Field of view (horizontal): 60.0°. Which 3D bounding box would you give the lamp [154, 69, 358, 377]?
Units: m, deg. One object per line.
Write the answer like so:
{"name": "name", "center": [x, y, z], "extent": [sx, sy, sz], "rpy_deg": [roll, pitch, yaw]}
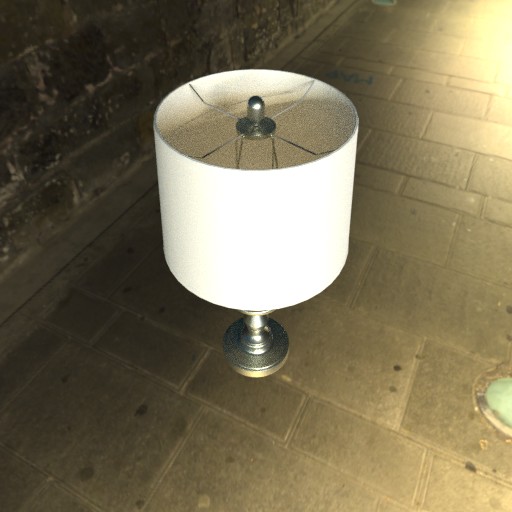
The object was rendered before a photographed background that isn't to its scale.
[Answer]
{"name": "lamp", "center": [0.000, 0.000, 0.971], "extent": [0.383, 0.733, 0.383], "rpy_deg": [0, 46, 0]}
